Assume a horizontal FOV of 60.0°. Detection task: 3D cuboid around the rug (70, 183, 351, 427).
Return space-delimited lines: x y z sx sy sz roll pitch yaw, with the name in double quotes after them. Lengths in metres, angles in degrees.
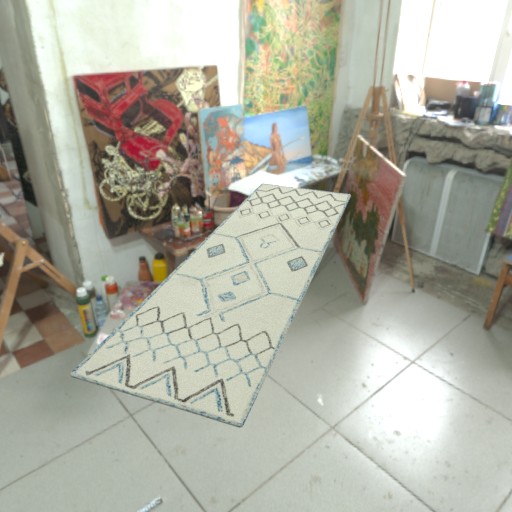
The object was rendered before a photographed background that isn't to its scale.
0.000 0.000 2.724 0.770 0.013 2.434 10 31 17 "rug"
